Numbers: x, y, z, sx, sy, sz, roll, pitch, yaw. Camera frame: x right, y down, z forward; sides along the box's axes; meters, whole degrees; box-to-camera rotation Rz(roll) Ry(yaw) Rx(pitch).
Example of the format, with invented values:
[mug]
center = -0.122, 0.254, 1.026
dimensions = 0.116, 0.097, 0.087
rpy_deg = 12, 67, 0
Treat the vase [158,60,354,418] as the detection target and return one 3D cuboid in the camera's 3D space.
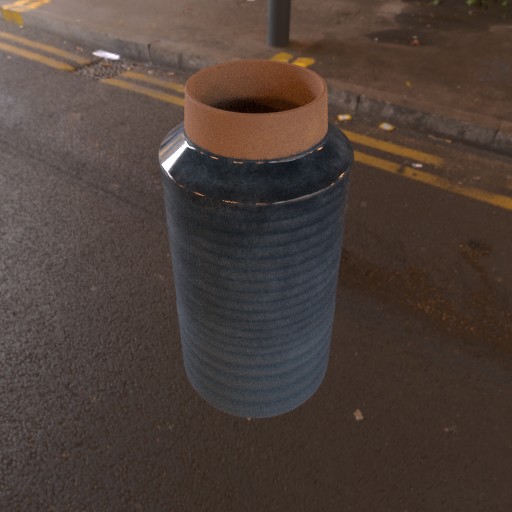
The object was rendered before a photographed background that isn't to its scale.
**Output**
[vase]
center = 0.000, 0.000, 0.406
dimensions = 0.163, 0.316, 0.163
rpy_deg = 0, 43, 0
